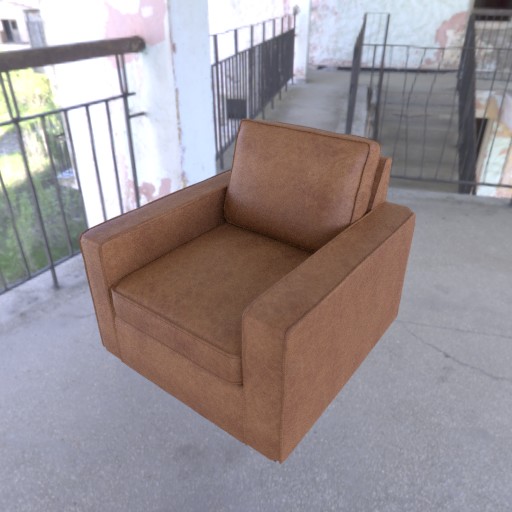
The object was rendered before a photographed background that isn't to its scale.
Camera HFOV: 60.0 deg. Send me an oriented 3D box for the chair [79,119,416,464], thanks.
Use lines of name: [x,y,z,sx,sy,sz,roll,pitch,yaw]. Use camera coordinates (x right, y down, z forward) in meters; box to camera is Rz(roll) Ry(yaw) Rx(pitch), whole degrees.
chair: [0.000,0.000,1.794,0.987,0.901,1.027,19,35,29]
